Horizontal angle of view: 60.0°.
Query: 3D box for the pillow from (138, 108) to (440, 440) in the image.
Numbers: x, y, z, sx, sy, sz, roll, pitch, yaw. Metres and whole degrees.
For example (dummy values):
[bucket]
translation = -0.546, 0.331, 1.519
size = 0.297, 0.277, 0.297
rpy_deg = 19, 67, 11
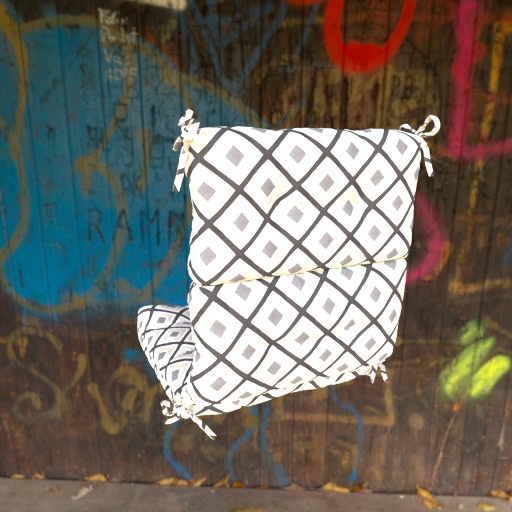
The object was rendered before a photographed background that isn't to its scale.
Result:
[pillow]
translation = 0.000, 0.000, 1.015
size = 0.519, 0.605, 0.571
rpy_deg = -7, 16, -24
